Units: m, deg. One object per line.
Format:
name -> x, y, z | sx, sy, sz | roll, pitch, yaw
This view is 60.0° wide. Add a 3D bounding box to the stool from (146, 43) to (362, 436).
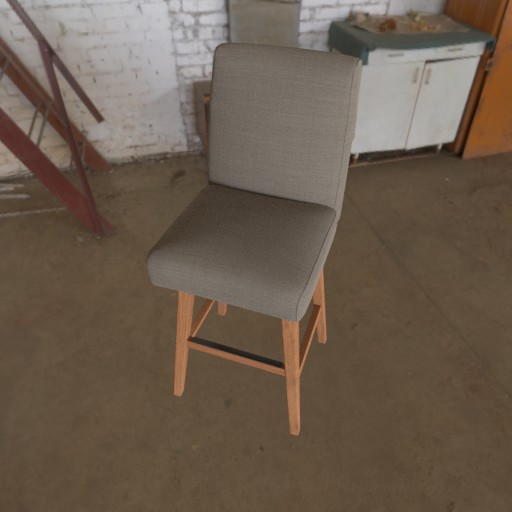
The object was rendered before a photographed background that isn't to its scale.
stool -> 0.000, 0.000, 1.404 | 0.483, 1.112, 0.570 | 13, 43, 15
